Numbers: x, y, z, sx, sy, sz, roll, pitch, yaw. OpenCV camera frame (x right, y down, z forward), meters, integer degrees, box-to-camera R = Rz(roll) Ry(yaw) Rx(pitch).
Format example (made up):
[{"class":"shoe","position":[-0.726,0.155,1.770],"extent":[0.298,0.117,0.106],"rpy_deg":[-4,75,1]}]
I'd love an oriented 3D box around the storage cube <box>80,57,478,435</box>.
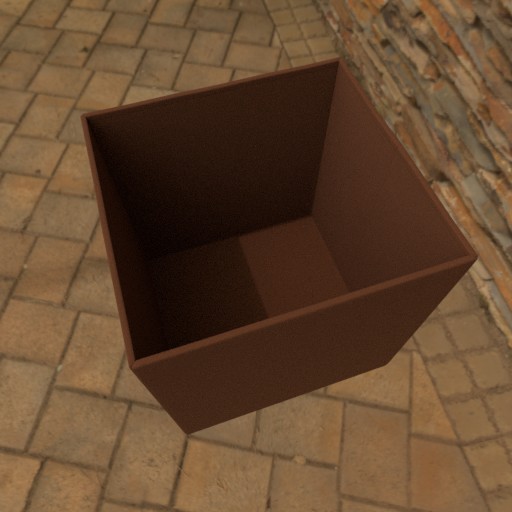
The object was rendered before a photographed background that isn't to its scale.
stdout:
[{"class":"storage cube","position":[0.000,0.000,0.494],"extent":[0.270,0.280,0.270],"rpy_deg":[-16,61,-9]}]
